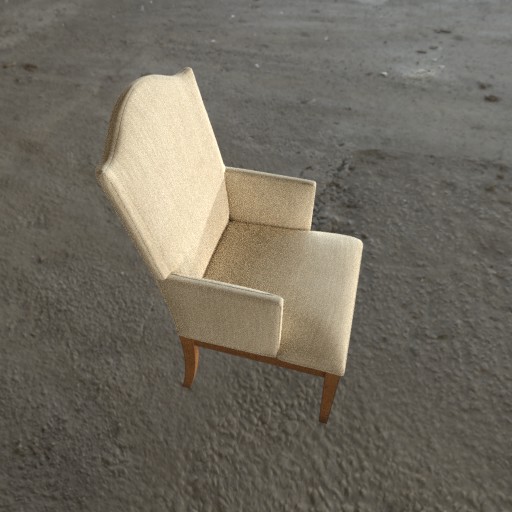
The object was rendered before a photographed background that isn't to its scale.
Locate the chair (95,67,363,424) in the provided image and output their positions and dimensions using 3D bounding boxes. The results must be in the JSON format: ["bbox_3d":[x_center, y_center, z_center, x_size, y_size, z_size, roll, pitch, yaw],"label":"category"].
[{"bbox_3d":[0.000,0.000,1.352,0.641,1.016,0.533,11,49,10],"label":"chair"}]
